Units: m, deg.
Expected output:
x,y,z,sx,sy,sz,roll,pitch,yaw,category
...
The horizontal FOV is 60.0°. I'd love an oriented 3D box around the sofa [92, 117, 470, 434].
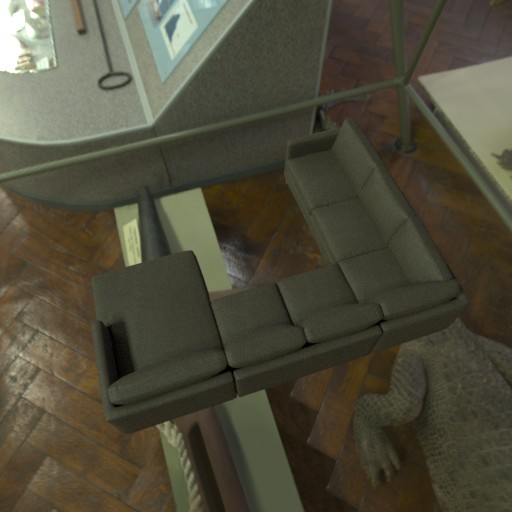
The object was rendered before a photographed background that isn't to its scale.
x,y,z,sx,sy,sz,roll,pitch,yaw,category
0.000,0.000,4.727,3.460,0.961,2.594,-16,60,-9,sofa
